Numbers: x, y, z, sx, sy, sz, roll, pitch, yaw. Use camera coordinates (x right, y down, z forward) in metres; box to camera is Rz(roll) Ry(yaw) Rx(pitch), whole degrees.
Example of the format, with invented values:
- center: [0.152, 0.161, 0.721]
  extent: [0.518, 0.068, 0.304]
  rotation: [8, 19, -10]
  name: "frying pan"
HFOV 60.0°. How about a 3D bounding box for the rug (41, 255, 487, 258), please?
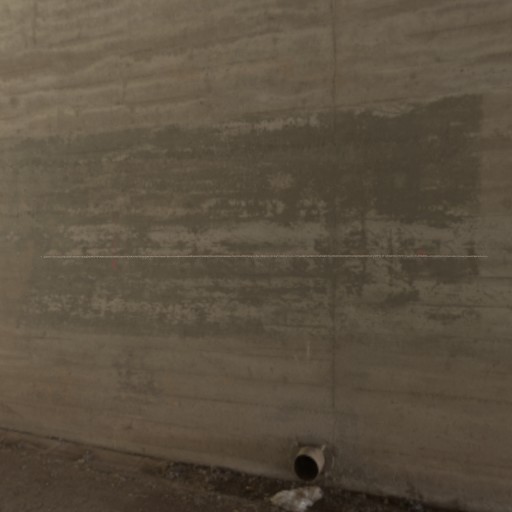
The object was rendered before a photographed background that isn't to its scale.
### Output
- center: [0.000, 0.000, 3.005]
  extent: [2.435, 0.012, 1.529]
  rotation: [0, 0, -18]
  name: "rug"
